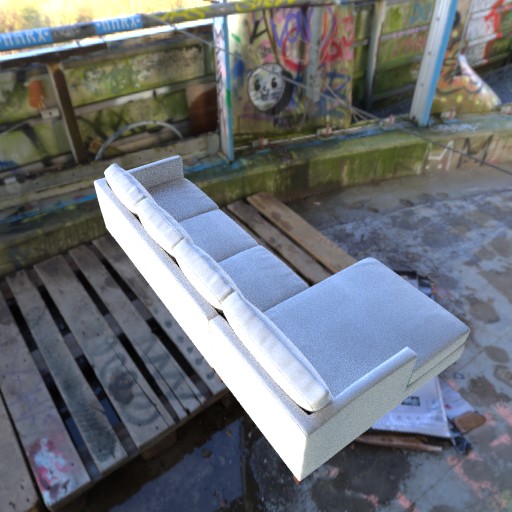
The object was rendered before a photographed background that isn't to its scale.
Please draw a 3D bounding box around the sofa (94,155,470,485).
[{"bbox_3d":[0.000,0.000,3.835,1.625,0.861,3.186,-25,47,-26],"label":"sofa"}]
